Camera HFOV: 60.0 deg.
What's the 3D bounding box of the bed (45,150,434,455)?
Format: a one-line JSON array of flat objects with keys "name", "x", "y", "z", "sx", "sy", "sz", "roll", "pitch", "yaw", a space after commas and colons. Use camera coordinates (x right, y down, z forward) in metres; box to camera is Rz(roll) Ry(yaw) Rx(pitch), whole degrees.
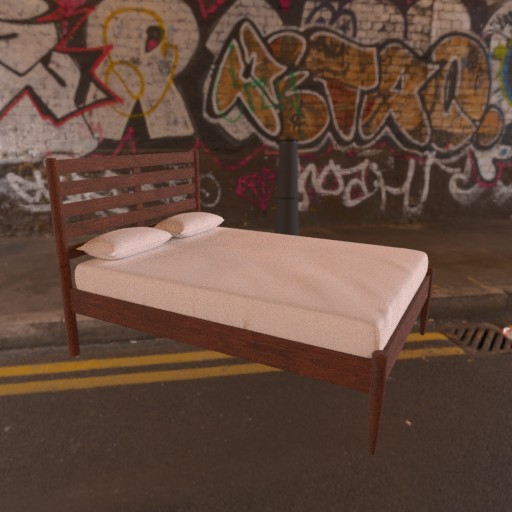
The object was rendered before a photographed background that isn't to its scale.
[{"name": "bed", "x": 0.000, "y": 0.000, "z": 2.981, "sx": 2.093, "sy": 1.304, "sz": 1.509, "roll": 8, "pitch": 18, "yaw": 28}]
